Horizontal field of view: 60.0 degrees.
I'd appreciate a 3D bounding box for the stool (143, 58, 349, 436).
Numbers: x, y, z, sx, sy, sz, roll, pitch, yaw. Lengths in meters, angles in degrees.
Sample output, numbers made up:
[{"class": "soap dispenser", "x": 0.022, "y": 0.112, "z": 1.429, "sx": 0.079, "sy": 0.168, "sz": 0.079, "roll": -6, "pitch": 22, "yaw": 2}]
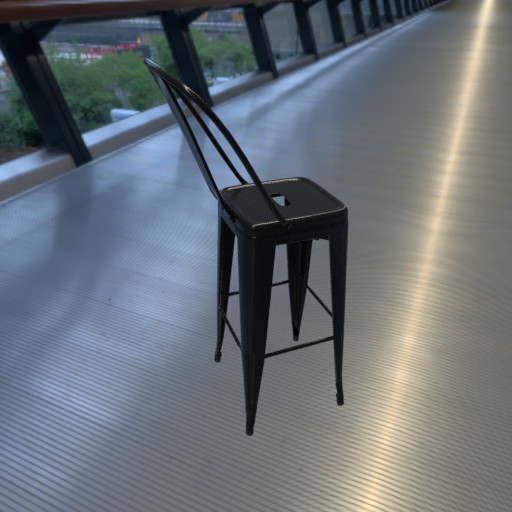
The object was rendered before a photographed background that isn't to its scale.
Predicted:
[{"class": "stool", "x": 0.000, "y": 0.000, "z": 1.323, "sx": 0.513, "sy": 1.096, "sz": 0.399, "roll": -11, "pitch": 32, "yaw": -18}]
